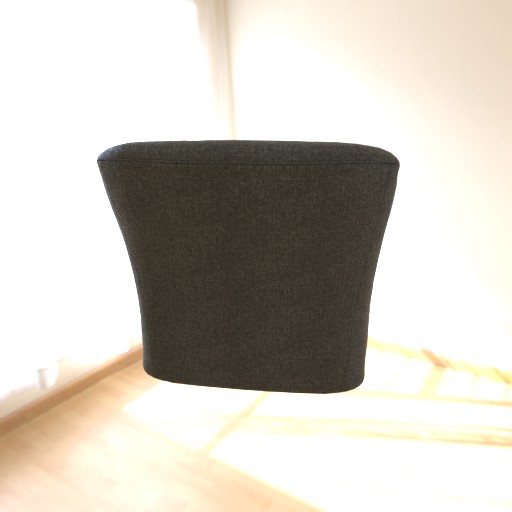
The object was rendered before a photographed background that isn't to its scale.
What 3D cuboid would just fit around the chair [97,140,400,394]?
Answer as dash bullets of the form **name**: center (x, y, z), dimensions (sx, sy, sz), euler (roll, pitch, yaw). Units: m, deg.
- **chair**: center (0.000, 0.000, 1.641), dimensions (0.864, 0.856, 0.923), euler (2, 16, 7)
